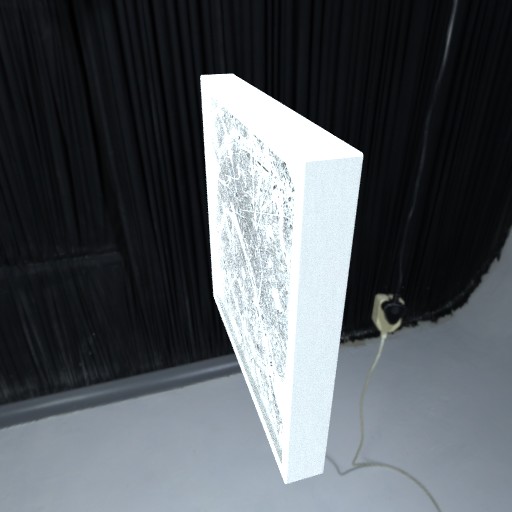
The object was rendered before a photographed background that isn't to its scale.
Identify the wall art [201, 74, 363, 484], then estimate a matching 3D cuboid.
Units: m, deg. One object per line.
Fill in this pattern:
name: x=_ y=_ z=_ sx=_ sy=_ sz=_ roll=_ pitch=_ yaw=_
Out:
wall art: x=0.000 y=0.000 z=0.454 sx=0.038 sy=0.305 sz=0.305 roll=-9 pitch=32 yaw=-15
